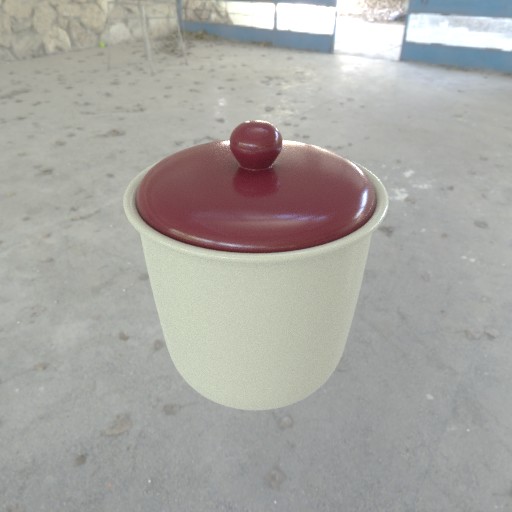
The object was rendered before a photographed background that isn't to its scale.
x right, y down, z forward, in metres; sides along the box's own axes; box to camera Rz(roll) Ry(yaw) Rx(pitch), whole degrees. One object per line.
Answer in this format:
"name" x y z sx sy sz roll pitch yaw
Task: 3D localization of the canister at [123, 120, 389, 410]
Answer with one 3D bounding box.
"canister" 0.000 0.000 0.345 0.182 0.208 0.182 0 34 0
